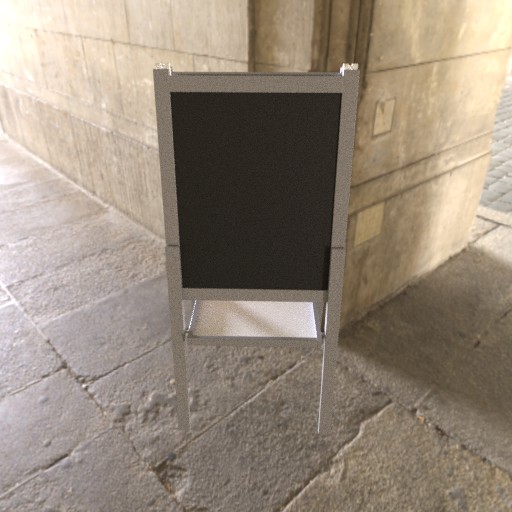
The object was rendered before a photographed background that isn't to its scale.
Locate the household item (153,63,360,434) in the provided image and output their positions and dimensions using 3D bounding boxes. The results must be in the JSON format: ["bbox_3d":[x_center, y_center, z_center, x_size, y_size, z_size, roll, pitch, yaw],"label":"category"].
[{"bbox_3d":[0.000,0.000,1.457,0.531,1.172,0.469,1,31,1],"label":"household item"}]
